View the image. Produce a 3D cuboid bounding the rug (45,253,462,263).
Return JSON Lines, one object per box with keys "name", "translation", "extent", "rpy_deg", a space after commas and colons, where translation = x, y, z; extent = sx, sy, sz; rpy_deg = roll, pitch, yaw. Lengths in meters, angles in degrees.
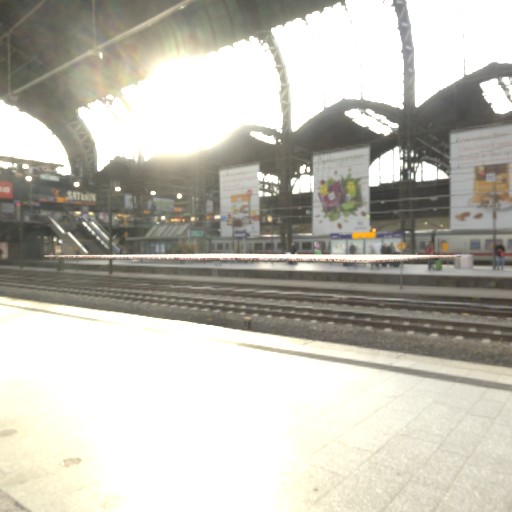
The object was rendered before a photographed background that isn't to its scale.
{"name": "rug", "translation": [0.000, 0.000, 4.242], "extent": [3.226, 0.024, 2.436], "rpy_deg": [1, 1, 35]}
